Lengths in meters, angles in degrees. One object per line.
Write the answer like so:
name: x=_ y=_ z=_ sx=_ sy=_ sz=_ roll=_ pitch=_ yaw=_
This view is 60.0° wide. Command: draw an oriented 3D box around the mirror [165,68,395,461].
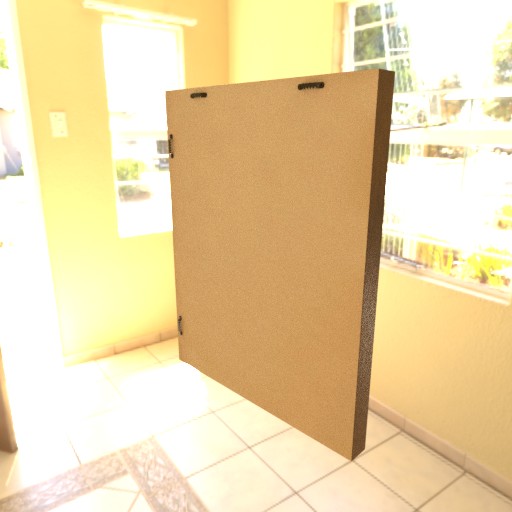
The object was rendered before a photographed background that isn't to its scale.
mirror: x=0.000 y=0.000 z=0.696 sx=0.406 sy=0.509 sz=0.041 roll=15 pitch=22 yaw=43
